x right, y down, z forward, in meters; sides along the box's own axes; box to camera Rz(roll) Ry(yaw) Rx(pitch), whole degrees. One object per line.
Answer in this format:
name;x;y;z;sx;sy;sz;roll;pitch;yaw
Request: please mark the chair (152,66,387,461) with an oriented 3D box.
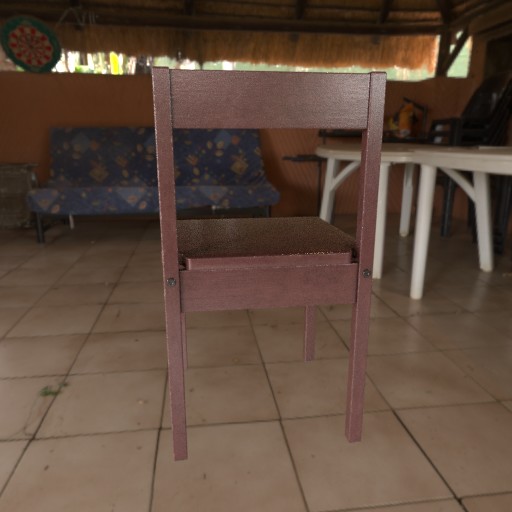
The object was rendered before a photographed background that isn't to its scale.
chair;0.000;0.000;0.913;0.367;0.668;0.361;-2;15;-8
